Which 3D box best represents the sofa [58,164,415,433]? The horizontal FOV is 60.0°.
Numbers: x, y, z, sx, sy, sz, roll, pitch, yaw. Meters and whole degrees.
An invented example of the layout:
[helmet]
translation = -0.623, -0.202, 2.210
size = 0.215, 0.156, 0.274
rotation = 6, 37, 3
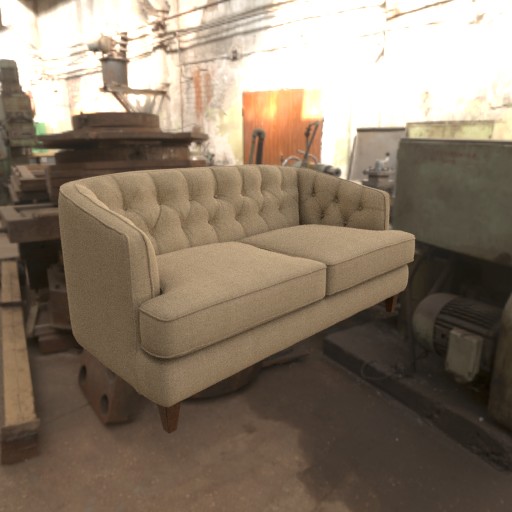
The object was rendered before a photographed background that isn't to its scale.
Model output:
[sofa]
translation = 0.000, 0.000, 2.258
size = 0.941, 0.855, 1.733
rotation = 14, 21, 43
